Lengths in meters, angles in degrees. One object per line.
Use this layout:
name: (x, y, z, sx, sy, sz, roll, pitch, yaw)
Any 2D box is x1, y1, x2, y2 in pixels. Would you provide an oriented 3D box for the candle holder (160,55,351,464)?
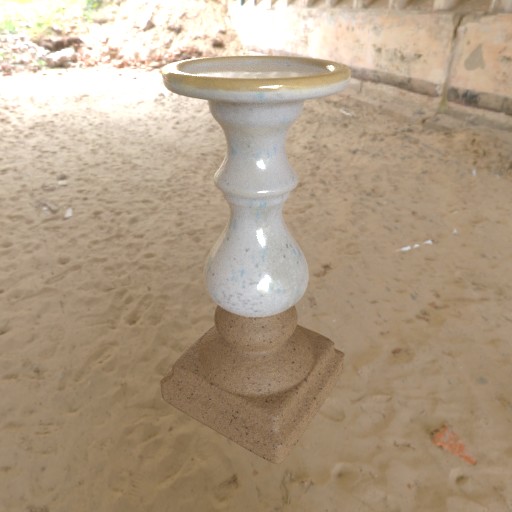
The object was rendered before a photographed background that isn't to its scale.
candle holder: (0.000, 0.000, 0.300, 0.110, 0.239, 0.110, 18, 35, 28)
